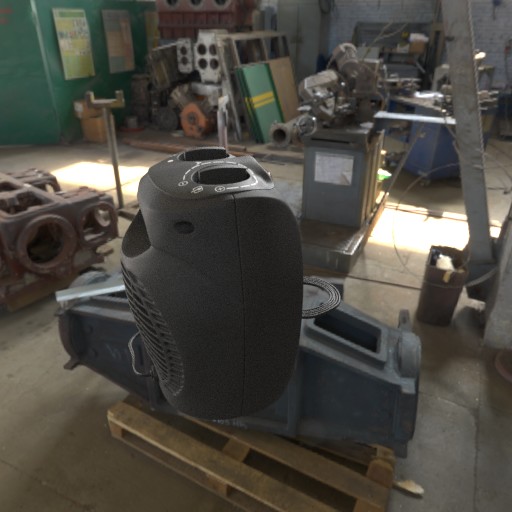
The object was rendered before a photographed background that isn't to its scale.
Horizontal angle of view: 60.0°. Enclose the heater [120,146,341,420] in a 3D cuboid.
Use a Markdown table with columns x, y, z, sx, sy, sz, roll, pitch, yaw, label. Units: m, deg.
| x | y | z | sx | sy | sz | roll | pitch | yaw | label |
| --- | --- | --- | --- | --- | --- | --- | --- | --- | --- |
| 0.000 | 0.000 | 0.478 | 0.291 | 0.240 | 0.239 | -9 | 30 | -17 | heater |
